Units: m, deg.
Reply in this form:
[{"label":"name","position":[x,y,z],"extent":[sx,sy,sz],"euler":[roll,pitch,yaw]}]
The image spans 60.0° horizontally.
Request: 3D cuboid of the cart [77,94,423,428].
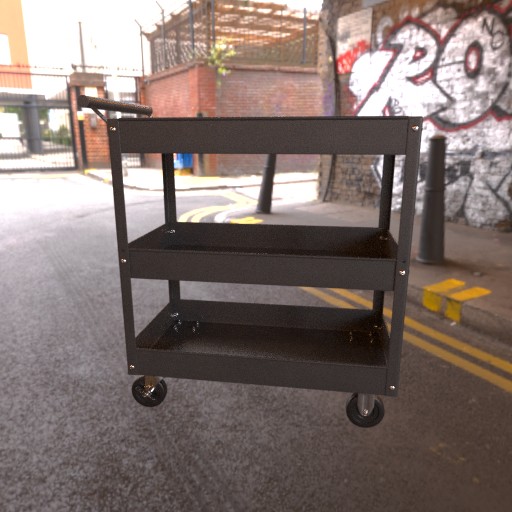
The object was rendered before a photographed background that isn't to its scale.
[{"label":"cart","position":[0.000,0.000,1.168],"extent":[0.719,0.780,0.366],"euler":[2,15,8]}]
